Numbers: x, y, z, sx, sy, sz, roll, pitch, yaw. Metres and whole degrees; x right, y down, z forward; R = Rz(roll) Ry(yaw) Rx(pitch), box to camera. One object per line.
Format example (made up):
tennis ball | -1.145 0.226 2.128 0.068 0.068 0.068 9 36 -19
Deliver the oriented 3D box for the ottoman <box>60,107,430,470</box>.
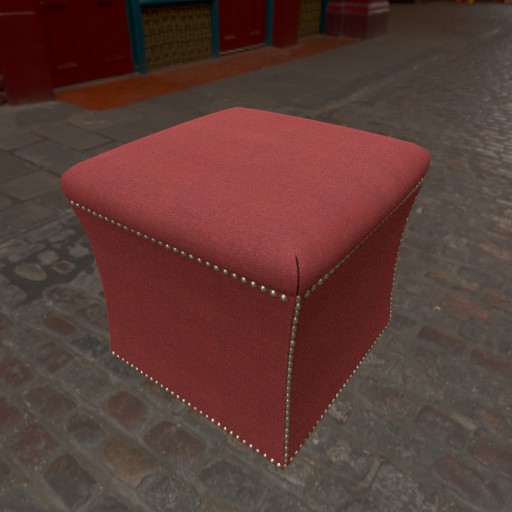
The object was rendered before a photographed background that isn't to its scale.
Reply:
ottoman | 0.000 0.000 0.904 0.497 0.475 0.507 22 40 29
